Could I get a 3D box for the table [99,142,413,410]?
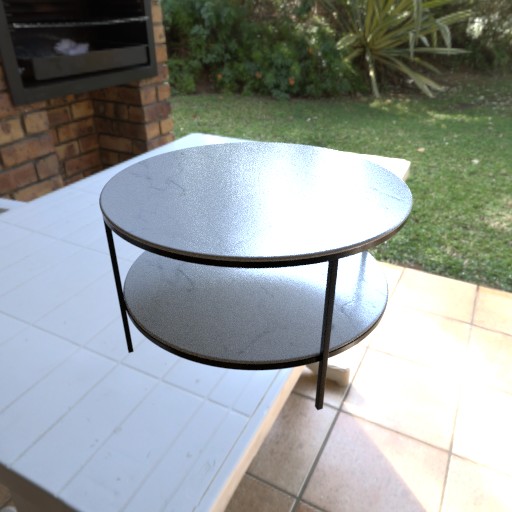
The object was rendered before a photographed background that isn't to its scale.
[{"bbox_3d":[0.000,0.000,1.293,0.800,0.450,0.800,0,30,0],"label":"table"}]
